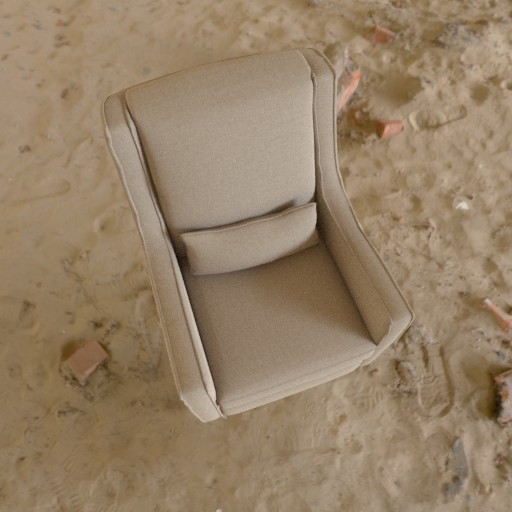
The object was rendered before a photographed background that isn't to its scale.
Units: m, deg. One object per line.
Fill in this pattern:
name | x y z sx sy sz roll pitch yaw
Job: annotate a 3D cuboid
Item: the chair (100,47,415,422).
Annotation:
chair | 0.000 0.000 1.547 0.732 0.993 0.879 -17 65 -8
